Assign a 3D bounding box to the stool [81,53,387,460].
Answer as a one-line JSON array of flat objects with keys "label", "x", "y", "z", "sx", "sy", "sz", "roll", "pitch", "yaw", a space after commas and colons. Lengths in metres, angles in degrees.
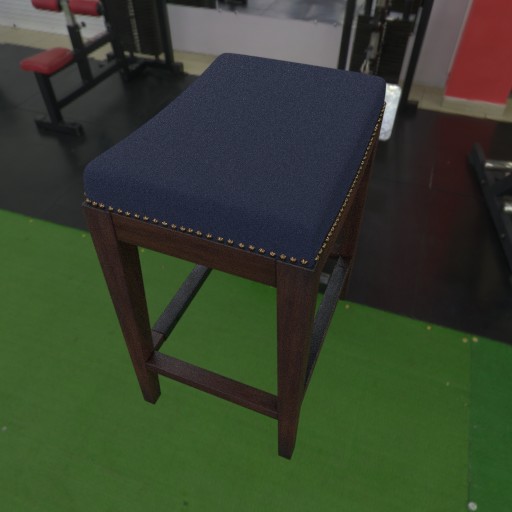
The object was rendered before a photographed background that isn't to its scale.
[{"label": "stool", "x": 0.000, "y": 0.000, "z": 0.931, "sx": 0.361, "sy": 0.642, "sz": 0.500, "roll": 16, "pitch": 47, "yaw": 15}]
